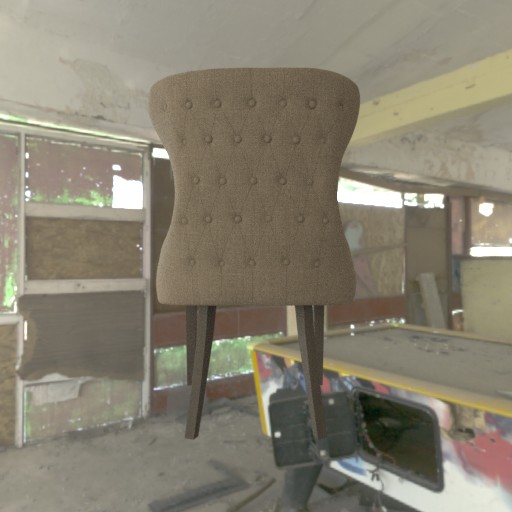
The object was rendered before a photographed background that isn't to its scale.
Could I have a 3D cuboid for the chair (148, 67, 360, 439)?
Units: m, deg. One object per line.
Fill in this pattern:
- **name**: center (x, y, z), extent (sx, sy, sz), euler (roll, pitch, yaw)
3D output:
- **chair**: center (0.000, 0.000, 1.405), extent (0.628, 0.967, 0.635), euler (0, -1, 0)
